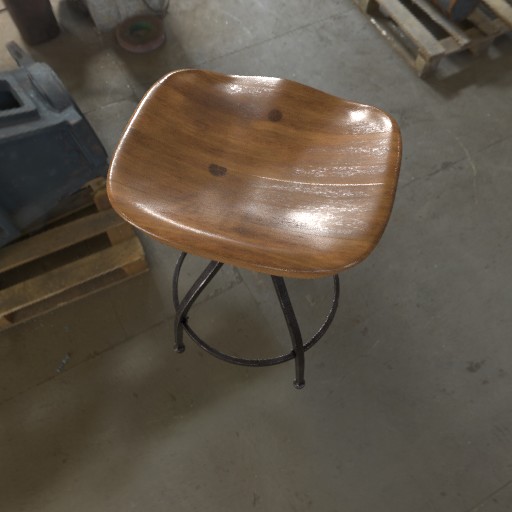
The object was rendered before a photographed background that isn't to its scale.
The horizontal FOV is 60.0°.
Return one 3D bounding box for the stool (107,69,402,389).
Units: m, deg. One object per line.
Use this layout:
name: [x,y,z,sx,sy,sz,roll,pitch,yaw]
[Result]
stool: [0.000,0.000,0.986,0.432,0.694,0.424,15,65,7]
